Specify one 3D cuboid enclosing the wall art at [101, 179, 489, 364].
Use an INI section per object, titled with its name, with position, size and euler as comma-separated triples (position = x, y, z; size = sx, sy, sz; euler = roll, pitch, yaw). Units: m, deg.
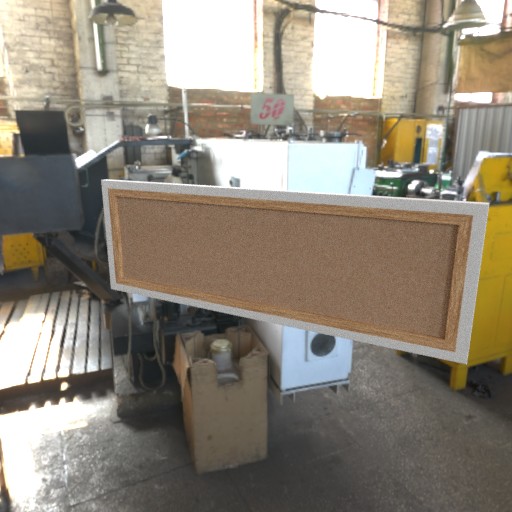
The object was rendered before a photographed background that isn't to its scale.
[wall art]
position = 0.000, 0.000, 1.687
size = 1.520, 0.507, 0.039
euler = 8, 17, 27
